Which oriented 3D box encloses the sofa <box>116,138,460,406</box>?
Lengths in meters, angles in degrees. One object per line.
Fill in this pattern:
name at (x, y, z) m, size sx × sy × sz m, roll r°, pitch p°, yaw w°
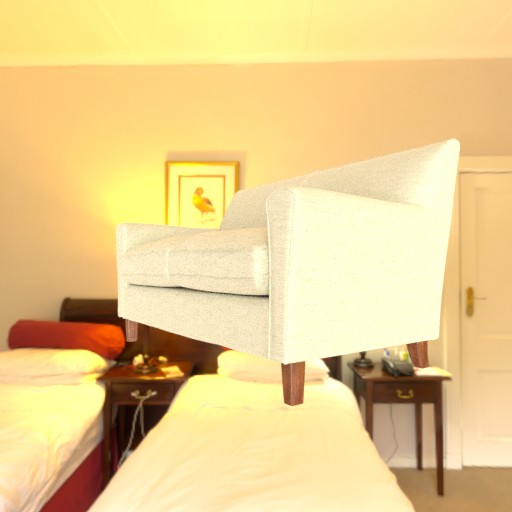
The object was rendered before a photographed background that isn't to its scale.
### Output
sofa at (0.000, 0.000, 2.039) m, size 0.891 × 0.892 × 1.482 m, roll 1°, pitch -1°, yaw -36°
